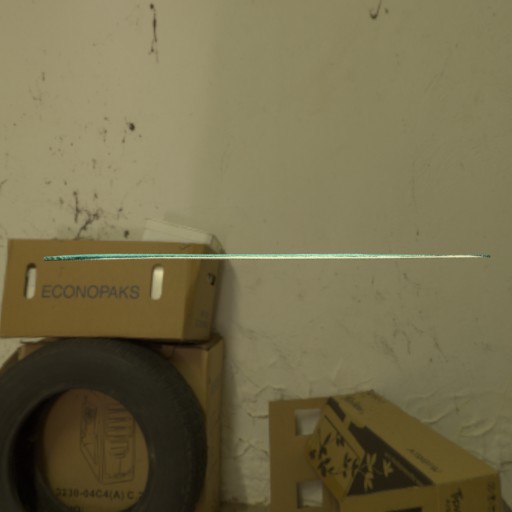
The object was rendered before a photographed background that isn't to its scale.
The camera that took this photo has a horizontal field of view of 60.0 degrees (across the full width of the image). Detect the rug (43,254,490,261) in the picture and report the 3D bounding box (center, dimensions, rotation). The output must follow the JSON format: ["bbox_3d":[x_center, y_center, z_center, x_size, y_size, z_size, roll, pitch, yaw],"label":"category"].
[{"bbox_3d":[0.000,0.000,2.148,1.728,0.017,1.136,0,1,-17],"label":"rug"}]
